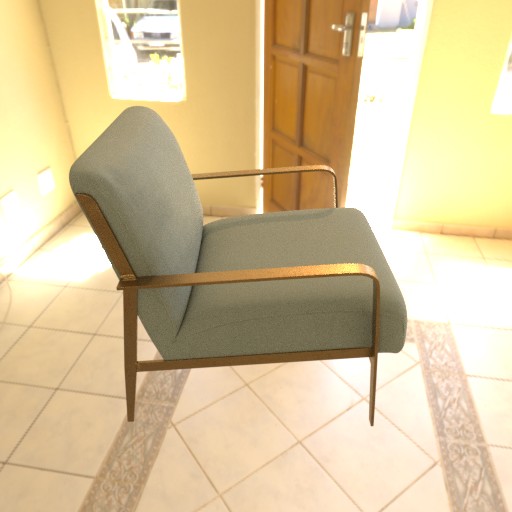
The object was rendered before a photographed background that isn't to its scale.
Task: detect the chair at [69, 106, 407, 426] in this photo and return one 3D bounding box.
[{"bbox_3d":[0.000,0.000,1.432,0.842,0.824,0.701,0,32,0],"label":"chair"}]
